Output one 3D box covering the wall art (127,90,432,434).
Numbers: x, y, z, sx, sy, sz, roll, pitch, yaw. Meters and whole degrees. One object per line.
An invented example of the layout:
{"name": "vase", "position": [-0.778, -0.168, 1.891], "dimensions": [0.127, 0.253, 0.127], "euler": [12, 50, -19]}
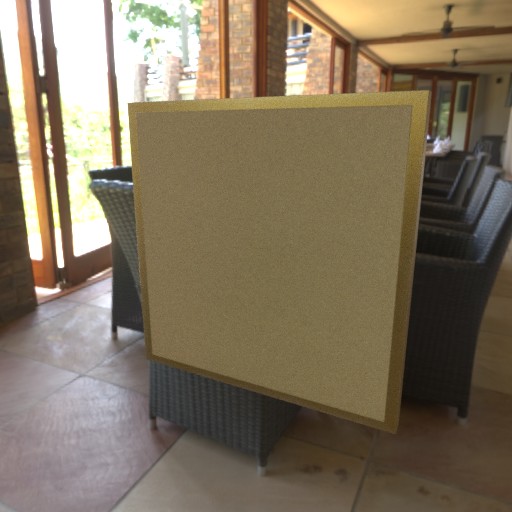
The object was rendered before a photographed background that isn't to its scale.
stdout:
{"name": "wall art", "position": [0.000, 0.000, 1.128], "dimensions": [0.762, 0.760, 0.037], "euler": [8, 18, 27]}
